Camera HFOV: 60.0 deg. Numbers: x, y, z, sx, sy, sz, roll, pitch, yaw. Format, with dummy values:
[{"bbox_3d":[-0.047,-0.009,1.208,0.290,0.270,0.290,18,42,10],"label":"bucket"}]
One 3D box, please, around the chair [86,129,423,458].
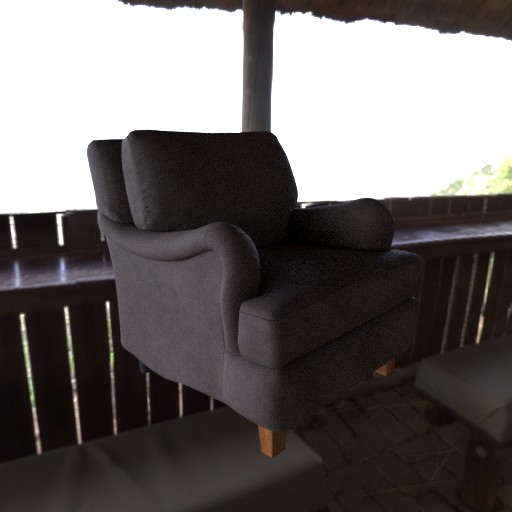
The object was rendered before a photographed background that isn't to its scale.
[{"bbox_3d":[0.000,0.000,1.814,1.070,0.997,0.955,14,20,43],"label":"chair"}]
